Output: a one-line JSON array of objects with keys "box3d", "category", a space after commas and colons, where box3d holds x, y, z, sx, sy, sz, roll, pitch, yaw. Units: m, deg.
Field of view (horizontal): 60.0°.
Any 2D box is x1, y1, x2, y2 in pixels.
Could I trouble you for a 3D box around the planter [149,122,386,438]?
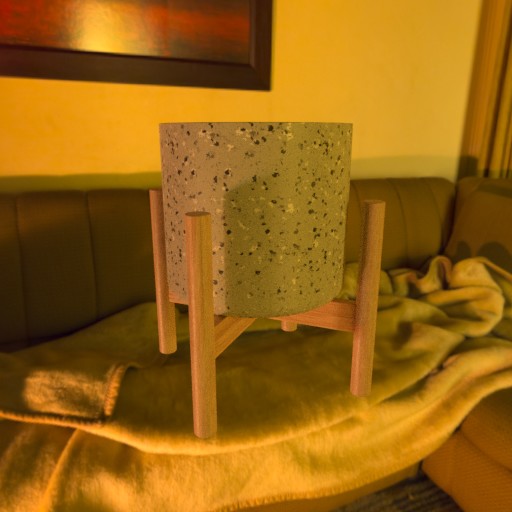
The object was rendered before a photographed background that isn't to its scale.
[{"box3d": [0.000, 0.000, 0.561, 0.284, 0.320, 0.284, -15, 22, -43], "category": "planter"}]
